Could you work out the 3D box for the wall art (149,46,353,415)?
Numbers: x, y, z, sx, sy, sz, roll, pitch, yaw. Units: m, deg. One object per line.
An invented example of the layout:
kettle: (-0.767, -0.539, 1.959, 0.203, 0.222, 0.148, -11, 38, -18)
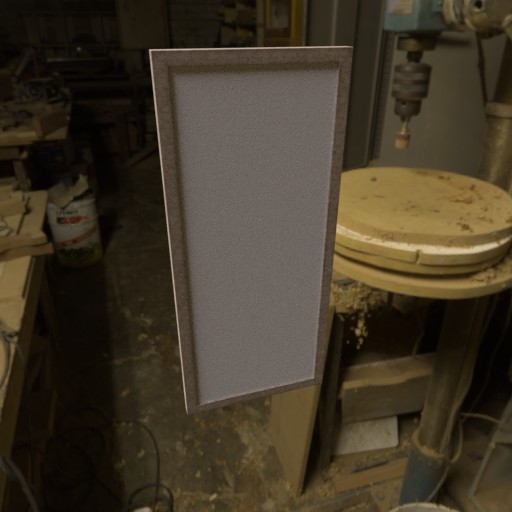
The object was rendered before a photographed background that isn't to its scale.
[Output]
wall art: (0.000, 0.000, 1.718, 0.648, 1.461, 0.051, -8, 29, -15)
